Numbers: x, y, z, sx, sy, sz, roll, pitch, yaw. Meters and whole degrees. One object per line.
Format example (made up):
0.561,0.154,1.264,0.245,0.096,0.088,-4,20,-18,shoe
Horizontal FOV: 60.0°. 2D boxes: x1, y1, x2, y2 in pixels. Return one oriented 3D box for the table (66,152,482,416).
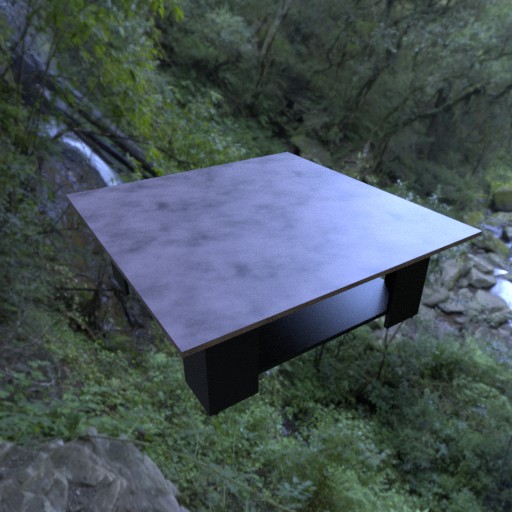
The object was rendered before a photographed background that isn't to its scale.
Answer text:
0.000,0.000,1.393,0.890,0.305,0.890,-18,34,-28,table
